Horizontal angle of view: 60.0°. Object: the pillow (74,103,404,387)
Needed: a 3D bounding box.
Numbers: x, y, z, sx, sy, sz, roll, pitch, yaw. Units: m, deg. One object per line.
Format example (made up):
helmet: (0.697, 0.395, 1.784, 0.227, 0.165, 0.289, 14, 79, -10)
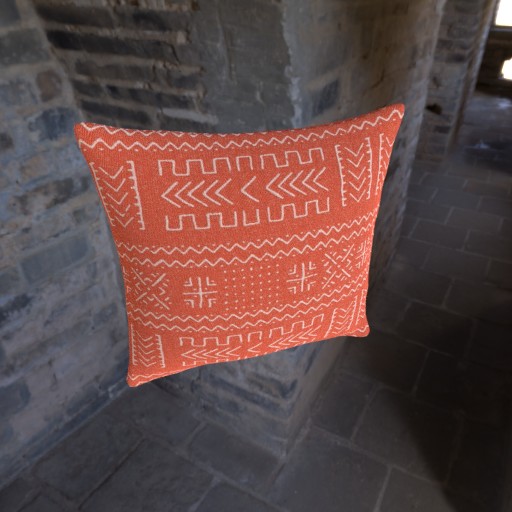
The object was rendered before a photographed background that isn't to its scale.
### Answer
pillow: (0.000, 0.000, 0.668, 0.438, 0.429, 0.164, -9, 32, -14)
